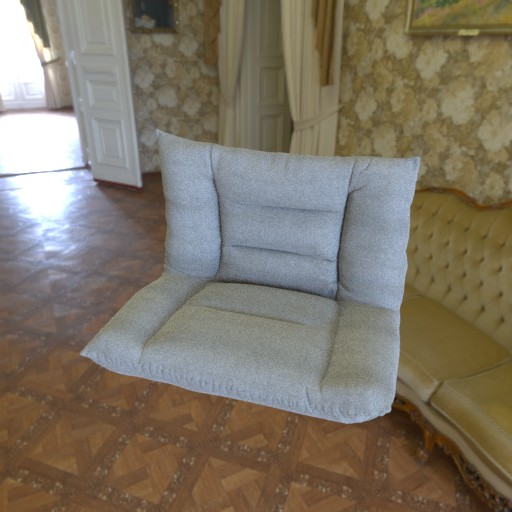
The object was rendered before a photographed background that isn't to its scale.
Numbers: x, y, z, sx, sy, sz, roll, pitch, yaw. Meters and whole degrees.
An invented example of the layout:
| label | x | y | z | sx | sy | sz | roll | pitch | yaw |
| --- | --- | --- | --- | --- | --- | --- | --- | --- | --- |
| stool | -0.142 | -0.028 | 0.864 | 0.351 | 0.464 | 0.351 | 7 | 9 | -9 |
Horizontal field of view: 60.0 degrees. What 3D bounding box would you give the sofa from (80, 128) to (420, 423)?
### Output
| label | x | y | z | sx | sy | sz | roll | pitch | yaw |
| --- | --- | --- | --- | --- | --- | --- | --- | --- | --- |
| sofa | 0.000 | 0.000 | 1.708 | 1.144 | 0.795 | 0.847 | 8 | 27 | 16 |
